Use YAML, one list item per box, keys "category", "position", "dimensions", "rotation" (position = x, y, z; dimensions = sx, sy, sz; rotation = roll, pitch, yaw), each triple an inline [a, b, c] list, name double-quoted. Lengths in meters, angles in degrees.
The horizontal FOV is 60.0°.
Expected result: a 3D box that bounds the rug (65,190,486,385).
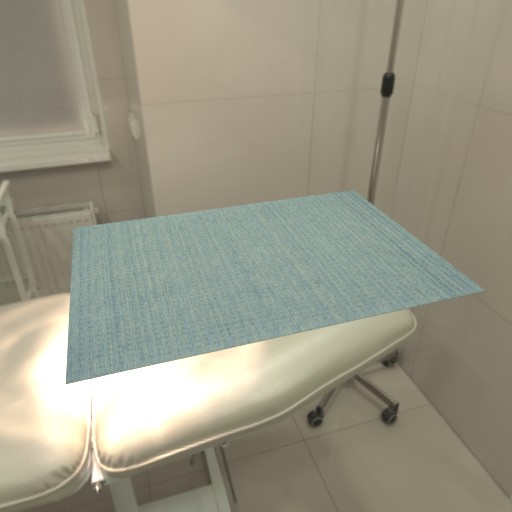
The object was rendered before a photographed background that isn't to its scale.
- category: "rug"
  position: [0.000, 0.000, 3.673]
  dimensions: [2.895, 0.006, 1.982]
  rotation: [-10, 33, -15]
